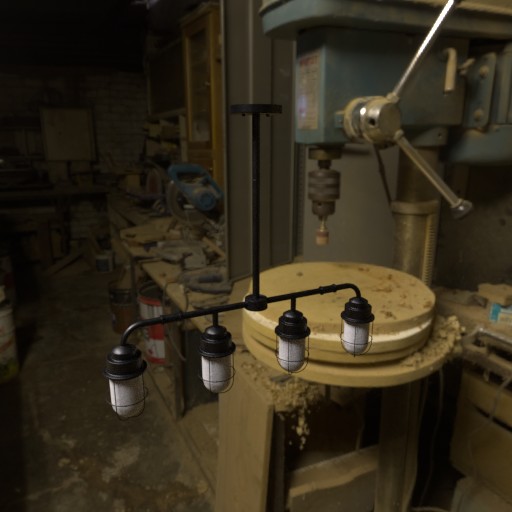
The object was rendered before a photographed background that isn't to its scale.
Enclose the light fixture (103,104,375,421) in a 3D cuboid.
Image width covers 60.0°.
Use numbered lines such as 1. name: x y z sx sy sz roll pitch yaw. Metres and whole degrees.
1. light fixture: 0.000 0.000 1.220 0.852 0.785 0.131 -8 17 -26
